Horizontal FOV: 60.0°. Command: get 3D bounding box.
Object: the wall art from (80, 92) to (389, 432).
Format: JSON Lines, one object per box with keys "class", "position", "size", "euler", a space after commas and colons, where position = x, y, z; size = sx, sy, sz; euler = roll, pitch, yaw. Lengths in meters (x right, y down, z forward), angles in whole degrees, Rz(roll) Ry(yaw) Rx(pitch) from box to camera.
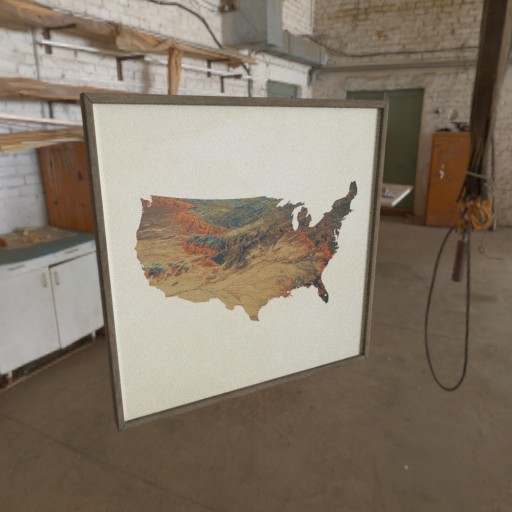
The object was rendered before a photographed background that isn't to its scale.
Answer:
{"class": "wall art", "position": [0.000, 0.000, 1.116], "size": [0.749, 0.751, 0.050], "euler": [-8, 19, -26]}
